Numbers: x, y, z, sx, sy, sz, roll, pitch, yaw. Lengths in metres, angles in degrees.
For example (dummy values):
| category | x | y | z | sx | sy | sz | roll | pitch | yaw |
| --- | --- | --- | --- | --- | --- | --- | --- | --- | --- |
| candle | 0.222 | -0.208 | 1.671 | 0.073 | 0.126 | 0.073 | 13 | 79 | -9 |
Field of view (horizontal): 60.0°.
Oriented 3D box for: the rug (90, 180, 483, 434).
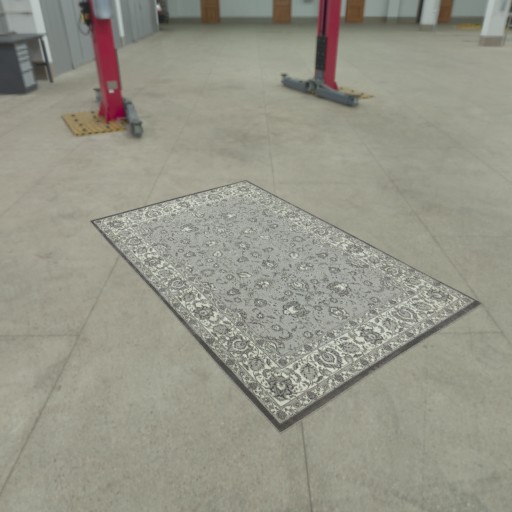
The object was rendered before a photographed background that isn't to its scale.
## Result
| category | x | y | z | sx | sy | sz | roll | pitch | yaw |
| --- | --- | --- | --- | --- | --- | --- | --- | --- | --- |
| rug | 0.000 | 0.000 | 3.054 | 1.524 | 0.011 | 2.438 | -20 | 36 | -30 |
